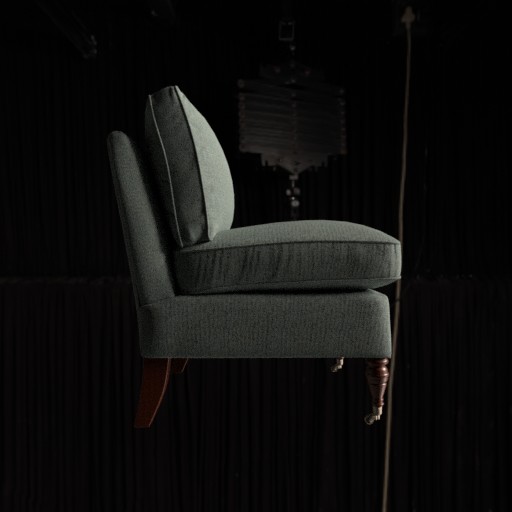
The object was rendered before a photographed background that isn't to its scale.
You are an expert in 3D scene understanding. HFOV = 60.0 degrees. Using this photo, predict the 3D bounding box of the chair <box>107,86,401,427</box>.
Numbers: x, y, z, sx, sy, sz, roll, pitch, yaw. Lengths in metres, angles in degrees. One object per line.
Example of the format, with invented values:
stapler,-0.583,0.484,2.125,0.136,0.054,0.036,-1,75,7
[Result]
chair,0.000,0.000,1.453,0.796,0.901,0.624,0,0,0
